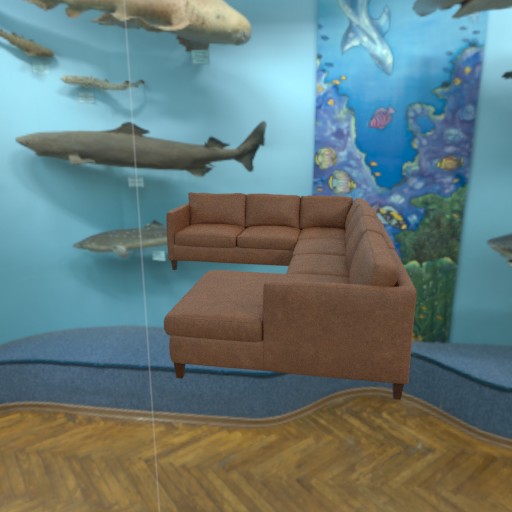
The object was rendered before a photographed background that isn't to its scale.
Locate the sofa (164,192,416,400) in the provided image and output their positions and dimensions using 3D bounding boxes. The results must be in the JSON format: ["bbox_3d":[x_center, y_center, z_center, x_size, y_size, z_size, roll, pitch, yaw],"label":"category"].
[{"bbox_3d":[0.000,0.000,4.528,2.593,0.923,3.460,3,15,10],"label":"sofa"}]
